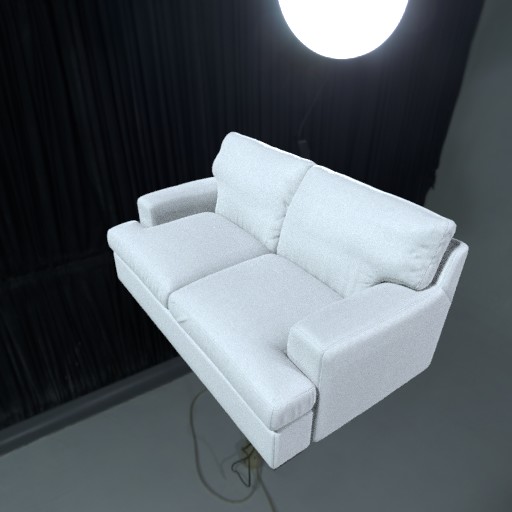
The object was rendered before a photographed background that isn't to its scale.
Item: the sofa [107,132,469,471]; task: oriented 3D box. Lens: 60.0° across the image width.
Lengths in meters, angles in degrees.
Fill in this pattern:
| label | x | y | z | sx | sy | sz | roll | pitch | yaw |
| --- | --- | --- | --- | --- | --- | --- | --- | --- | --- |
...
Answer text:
| label | x | y | z | sx | sy | sz | roll | pitch | yaw |
| --- | --- | --- | --- | --- | --- | --- | --- | --- | --- |
| sofa | 0.000 | 0.000 | 2.526 | 1.143 | 0.940 | 1.880 | -20 | 36 | -30 |
